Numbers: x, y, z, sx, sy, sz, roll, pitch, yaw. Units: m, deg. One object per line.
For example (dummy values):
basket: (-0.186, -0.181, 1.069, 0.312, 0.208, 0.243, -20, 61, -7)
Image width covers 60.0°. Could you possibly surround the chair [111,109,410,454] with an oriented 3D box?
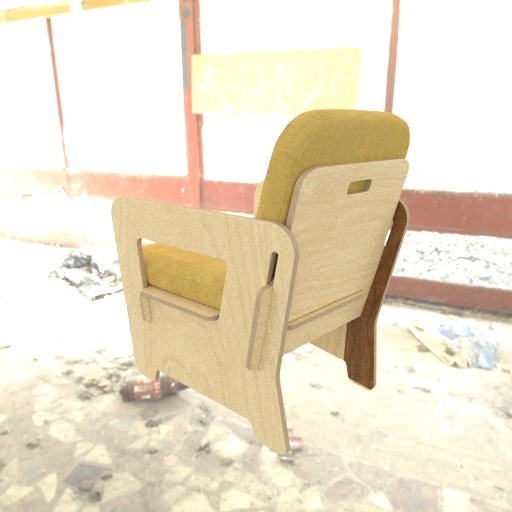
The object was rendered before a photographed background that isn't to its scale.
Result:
chair: (0.000, 0.000, 1.296, 0.590, 0.800, 0.710, -15, 22, -42)
